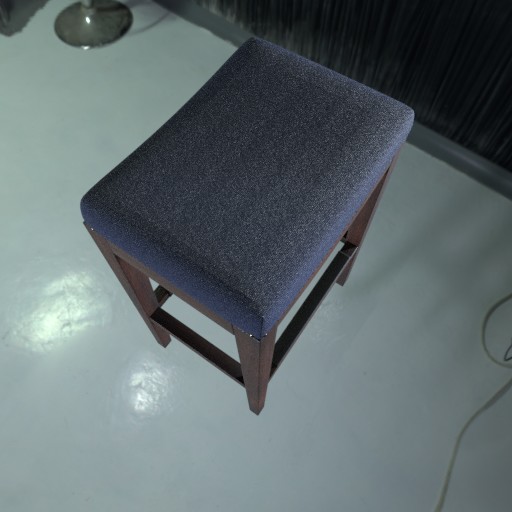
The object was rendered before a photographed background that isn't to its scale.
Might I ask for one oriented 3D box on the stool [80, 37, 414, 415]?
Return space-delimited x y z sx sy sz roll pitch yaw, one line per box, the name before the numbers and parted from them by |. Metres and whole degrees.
stool | 0.000 0.000 1.030 0.358 0.740 0.498 32 67 15
